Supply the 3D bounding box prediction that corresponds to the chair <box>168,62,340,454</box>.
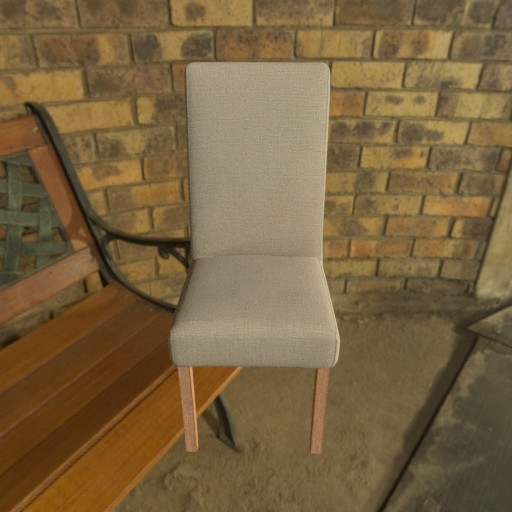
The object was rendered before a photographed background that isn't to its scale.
[{"bbox_3d":[0.000,0.000,1.353,0.450,1.033,0.611,1,29,1],"label":"chair"}]
